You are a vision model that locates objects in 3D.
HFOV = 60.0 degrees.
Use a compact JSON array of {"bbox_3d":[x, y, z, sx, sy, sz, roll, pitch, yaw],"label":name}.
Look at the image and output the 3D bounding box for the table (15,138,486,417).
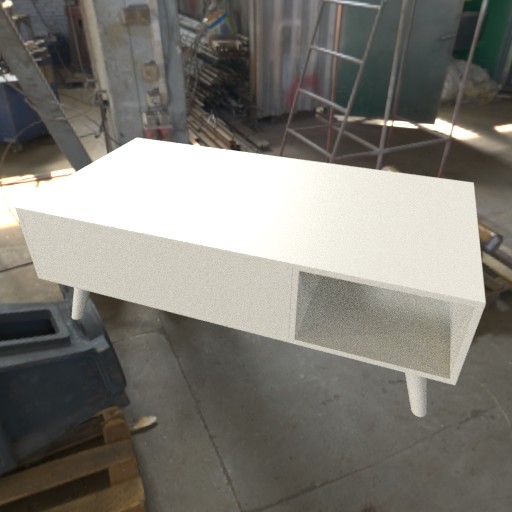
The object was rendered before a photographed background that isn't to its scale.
[{"bbox_3d":[0.000,0.000,1.406,1.194,0.432,0.609,12,35,17],"label":"table"}]
